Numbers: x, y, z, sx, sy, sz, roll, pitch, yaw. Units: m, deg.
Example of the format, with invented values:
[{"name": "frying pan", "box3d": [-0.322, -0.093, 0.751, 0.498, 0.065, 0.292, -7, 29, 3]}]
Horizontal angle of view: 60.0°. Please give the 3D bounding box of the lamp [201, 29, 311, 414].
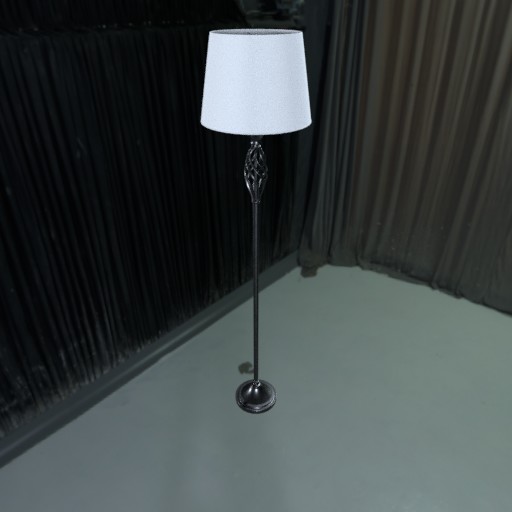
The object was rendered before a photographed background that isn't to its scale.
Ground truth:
[{"name": "lamp", "box3d": [0.000, 0.000, 1.795, 0.379, 1.623, 0.379, 0, 30, 0]}]
